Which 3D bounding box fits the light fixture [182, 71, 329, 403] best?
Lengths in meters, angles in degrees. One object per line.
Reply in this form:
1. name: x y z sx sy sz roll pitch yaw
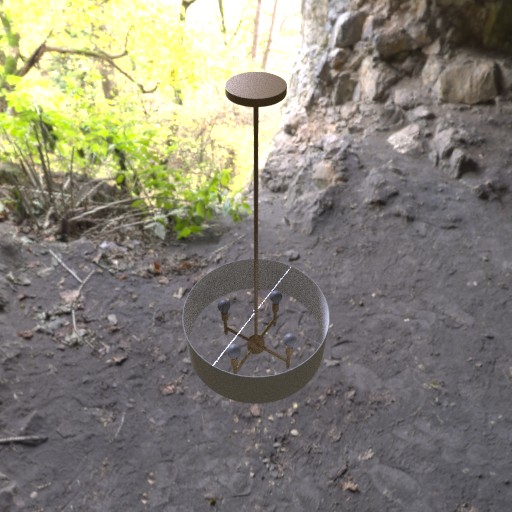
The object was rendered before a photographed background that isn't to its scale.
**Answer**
1. light fixture: 0.000 0.000 1.345 0.508 1.067 0.508 0 46 0
